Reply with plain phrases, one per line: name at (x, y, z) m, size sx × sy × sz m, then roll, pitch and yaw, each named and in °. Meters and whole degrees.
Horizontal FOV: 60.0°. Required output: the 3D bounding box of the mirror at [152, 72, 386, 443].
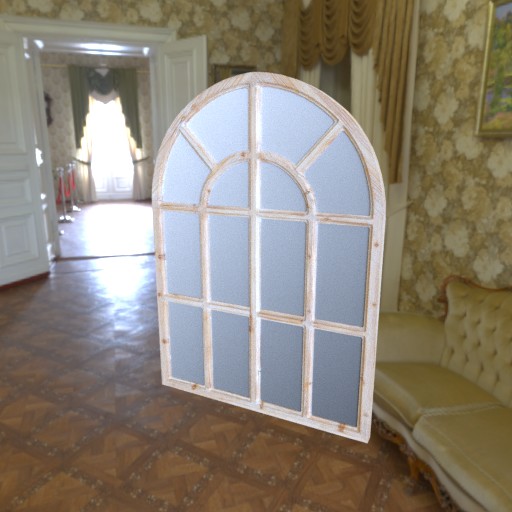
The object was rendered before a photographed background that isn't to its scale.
mirror at (0.000, 0.000, 1.192) m, size 0.660 × 0.920 × 0.032 m, roll 7°, pitch 16°, yaw 25°
